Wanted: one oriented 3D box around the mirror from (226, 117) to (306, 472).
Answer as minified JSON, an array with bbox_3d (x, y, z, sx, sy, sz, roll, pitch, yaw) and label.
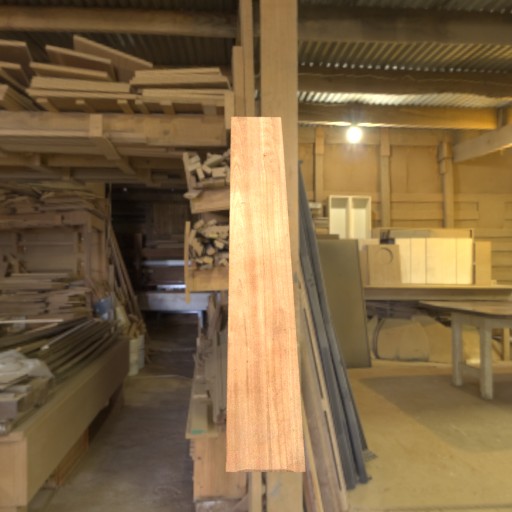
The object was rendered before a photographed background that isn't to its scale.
[{"bbox_3d":[0.000,0.000,0.869,0.100,0.548,0.631,0,-1,-2],"label":"mirror"}]
